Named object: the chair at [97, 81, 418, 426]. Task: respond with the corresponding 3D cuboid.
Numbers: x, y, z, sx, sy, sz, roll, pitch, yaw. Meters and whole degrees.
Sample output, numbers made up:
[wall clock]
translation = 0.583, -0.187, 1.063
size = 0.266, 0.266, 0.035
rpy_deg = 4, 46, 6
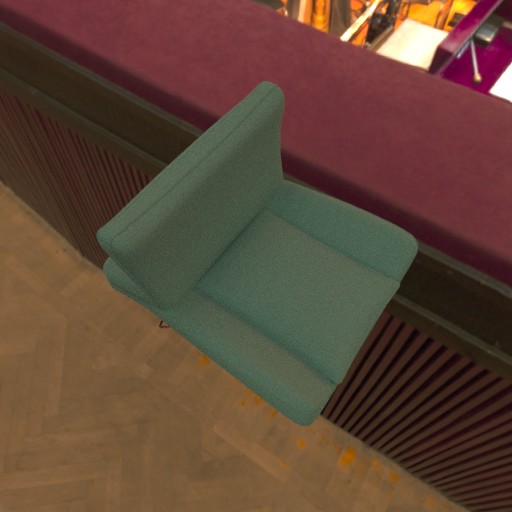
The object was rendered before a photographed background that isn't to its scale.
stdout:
[chair]
translation = 0.000, 0.000, 1.690
size = 1.008, 0.855, 0.859
rpy_deg = 31, 63, 18
